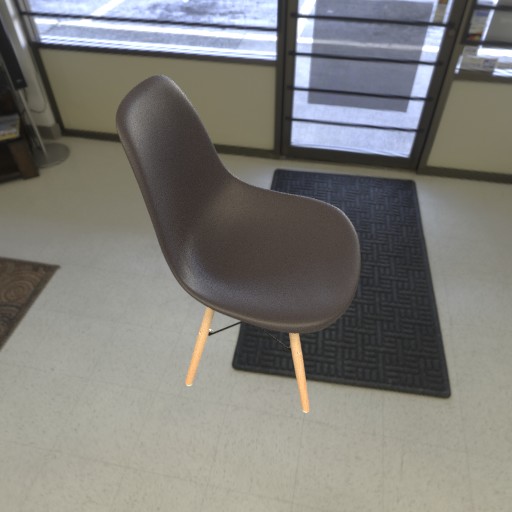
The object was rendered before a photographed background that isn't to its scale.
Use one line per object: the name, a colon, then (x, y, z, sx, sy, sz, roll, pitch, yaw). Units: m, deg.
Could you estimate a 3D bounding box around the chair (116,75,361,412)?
chair: (0.000, 0.000, 1.151, 0.533, 0.825, 0.470, 10, 46, 10)
